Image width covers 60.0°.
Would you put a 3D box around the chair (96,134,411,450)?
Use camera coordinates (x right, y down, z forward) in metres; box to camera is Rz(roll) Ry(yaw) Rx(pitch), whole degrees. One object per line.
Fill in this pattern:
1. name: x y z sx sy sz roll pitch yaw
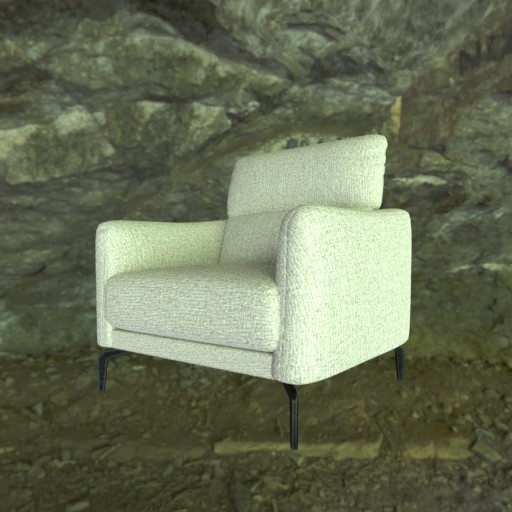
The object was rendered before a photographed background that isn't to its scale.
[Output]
1. chair: 0.000 0.000 1.657 0.972 0.967 0.835 0 -1 37
